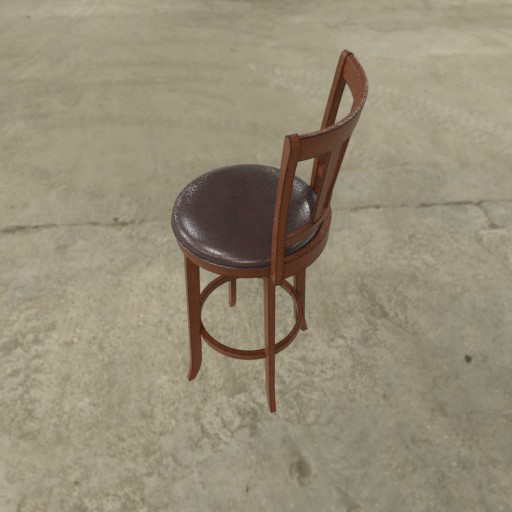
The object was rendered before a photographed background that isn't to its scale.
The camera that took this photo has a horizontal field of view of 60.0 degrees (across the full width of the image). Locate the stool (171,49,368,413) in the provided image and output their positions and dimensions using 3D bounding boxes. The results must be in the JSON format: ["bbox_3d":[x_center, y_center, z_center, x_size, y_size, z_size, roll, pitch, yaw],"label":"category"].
[{"bbox_3d":[0.000,0.000,1.428,0.503,1.177,0.464,16,48,15],"label":"stool"}]
